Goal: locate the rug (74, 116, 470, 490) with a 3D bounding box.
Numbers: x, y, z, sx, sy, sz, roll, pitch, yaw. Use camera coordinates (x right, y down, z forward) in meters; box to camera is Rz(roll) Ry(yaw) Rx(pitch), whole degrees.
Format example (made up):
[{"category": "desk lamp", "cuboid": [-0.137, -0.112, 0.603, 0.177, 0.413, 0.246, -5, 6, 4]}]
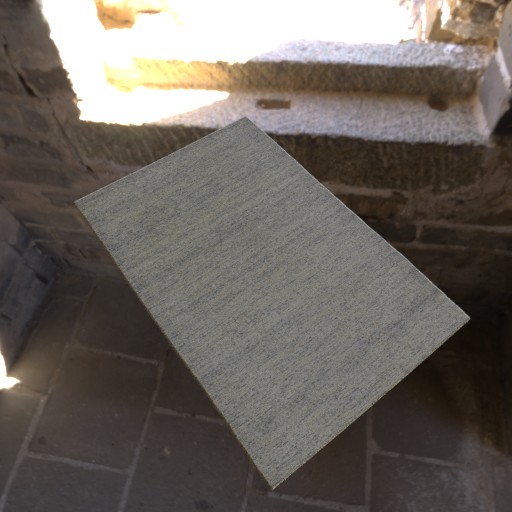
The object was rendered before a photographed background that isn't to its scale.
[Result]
[{"category": "rug", "cuboid": [0.000, 0.000, 2.883, 1.523, 0.017, 2.263, -32, 63, -19]}]
